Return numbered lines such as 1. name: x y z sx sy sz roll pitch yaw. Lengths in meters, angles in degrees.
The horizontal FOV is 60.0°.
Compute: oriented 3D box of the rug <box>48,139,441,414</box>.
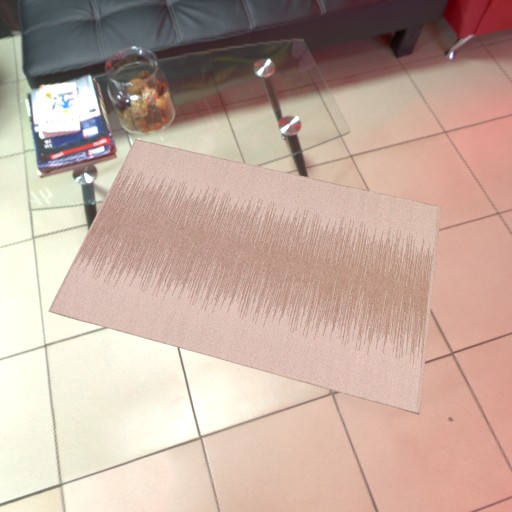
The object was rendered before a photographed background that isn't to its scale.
1. rug: 0.000 0.000 3.110 2.440 0.012 1.522 14 65 7
